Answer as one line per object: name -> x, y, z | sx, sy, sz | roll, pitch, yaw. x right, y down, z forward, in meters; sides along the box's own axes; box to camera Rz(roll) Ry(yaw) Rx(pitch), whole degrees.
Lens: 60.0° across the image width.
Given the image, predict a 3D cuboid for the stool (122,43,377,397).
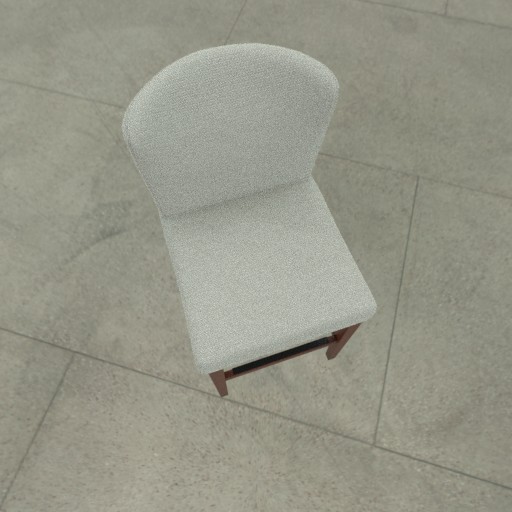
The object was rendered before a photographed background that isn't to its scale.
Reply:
stool -> 0.000, 0.000, 1.264 | 0.481, 0.969, 0.568 | -17, 65, -8
